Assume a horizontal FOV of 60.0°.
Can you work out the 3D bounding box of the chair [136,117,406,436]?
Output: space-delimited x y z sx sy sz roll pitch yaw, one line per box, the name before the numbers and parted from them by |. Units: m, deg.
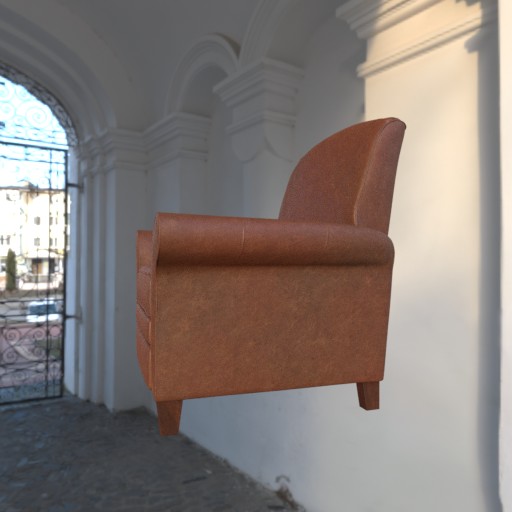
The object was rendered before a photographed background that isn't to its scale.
chair | 0.000 0.000 1.764 0.902 1.061 0.978 0 0 -19
